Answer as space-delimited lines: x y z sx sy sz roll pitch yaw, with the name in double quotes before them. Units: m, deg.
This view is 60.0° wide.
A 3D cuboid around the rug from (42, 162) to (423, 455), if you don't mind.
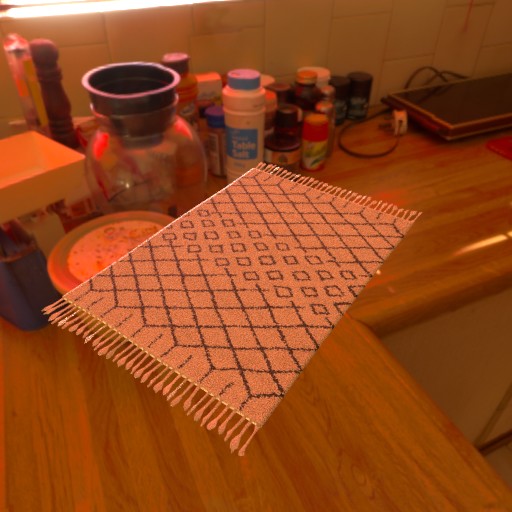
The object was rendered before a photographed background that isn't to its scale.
"rug" 0.000 0.000 3.330 1.664 0.029 2.615 24 45 27
